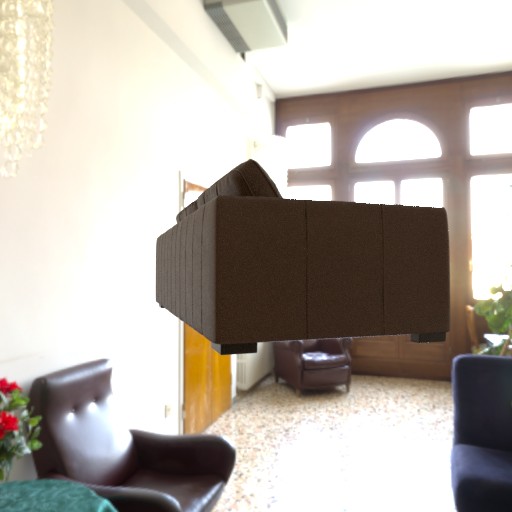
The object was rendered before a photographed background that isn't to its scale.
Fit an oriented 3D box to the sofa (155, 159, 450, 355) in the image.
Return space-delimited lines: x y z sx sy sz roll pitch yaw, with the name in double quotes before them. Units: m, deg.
"sofa" 0.000 0.000 2.818 1.070 0.801 2.262 1 -2 -18
